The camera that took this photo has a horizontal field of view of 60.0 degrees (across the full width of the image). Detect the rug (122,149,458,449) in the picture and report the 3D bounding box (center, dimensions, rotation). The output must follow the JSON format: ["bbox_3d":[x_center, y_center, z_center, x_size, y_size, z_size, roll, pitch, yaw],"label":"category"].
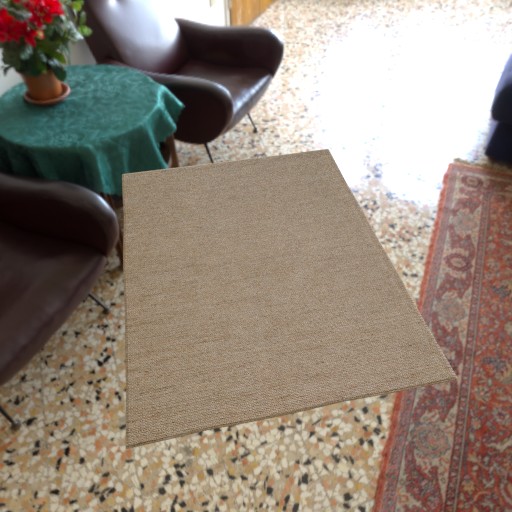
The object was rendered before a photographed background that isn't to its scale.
[{"bbox_3d":[0.000,0.000,4.104,2.406,0.012,3.034,-9,48,-8],"label":"rug"}]
